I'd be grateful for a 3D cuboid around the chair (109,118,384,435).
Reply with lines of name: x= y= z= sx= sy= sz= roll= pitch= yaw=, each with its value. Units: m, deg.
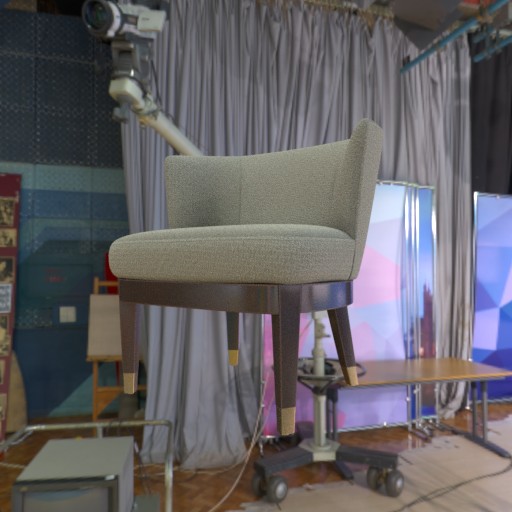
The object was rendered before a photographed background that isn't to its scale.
chair: x=0.000 y=0.000 z=1.288 sx=0.700 sy=0.760 sz=0.660 roll=0 pitch=-1 yaw=35
